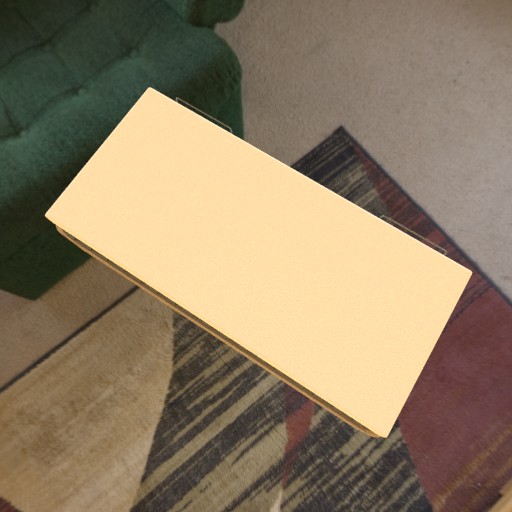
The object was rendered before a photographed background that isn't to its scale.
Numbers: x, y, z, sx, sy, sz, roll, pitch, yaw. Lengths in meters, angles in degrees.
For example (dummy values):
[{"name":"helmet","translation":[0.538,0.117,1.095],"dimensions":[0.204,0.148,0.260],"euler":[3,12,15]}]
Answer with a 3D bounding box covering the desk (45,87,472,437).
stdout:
[{"name":"desk","translation":[0.000,0.000,2.288],"dimensions":[1.900,0.455,0.900],"euler":[32,77,8]}]
